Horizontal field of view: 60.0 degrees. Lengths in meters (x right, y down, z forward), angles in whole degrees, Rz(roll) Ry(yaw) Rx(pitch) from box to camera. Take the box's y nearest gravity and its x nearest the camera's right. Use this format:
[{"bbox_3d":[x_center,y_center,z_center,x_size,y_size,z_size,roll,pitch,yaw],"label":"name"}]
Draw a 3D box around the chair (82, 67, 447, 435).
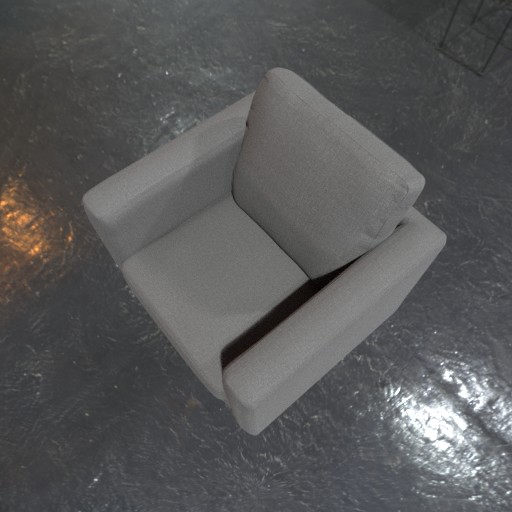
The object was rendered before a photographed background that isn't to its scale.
[{"bbox_3d":[0.000,0.000,1.543,0.800,0.927,0.854,-36,68,-18],"label":"chair"}]
